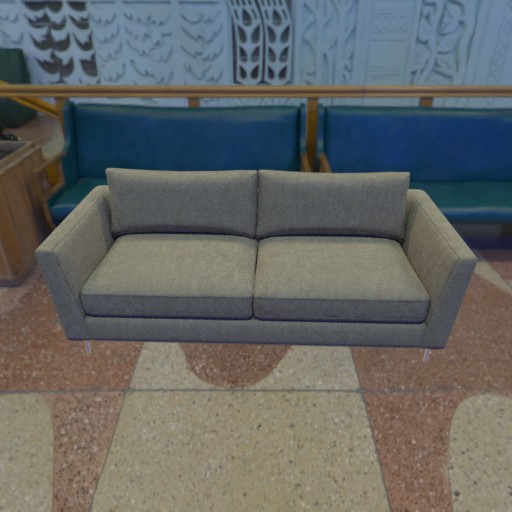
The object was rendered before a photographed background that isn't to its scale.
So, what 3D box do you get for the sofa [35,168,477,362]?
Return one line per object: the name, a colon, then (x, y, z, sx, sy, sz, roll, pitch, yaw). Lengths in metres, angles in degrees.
sofa: (0.000, 0.000, 2.597, 2.121, 0.864, 0.889, 1, 30, 2)
